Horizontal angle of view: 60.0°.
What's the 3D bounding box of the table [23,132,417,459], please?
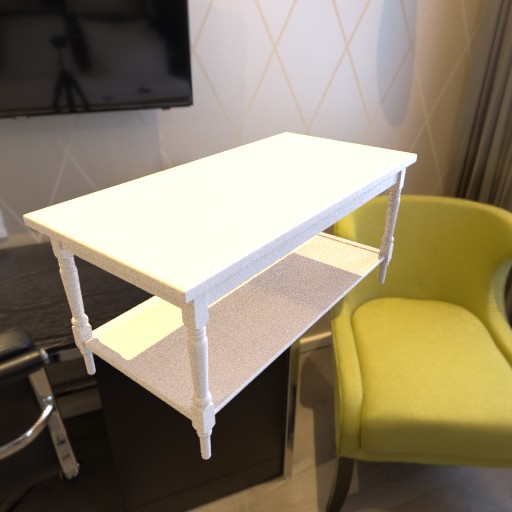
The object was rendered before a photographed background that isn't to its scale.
[{"bbox_3d":[0.000,0.000,1.411,0.550,0.510,1.107,20,34,33],"label":"table"}]
